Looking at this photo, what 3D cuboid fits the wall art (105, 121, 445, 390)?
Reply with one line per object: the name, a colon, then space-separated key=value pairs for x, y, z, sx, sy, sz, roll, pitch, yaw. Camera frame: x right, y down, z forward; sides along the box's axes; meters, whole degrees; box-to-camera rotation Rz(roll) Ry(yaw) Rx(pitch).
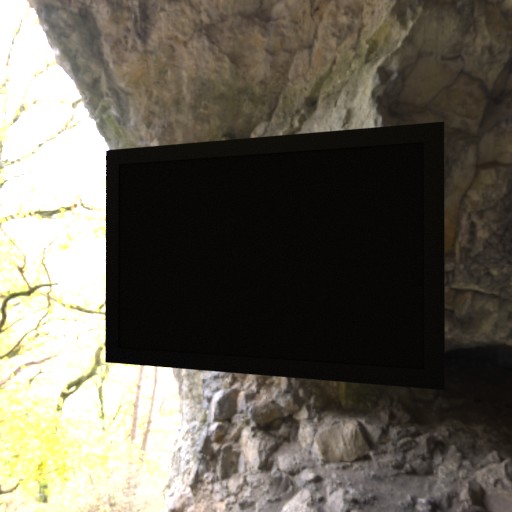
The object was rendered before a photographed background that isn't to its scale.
wall art: x=0.000 y=0.000 z=0.841 sx=0.660 sy=0.447 sz=0.013 roll=0 pitch=0 yaw=17
